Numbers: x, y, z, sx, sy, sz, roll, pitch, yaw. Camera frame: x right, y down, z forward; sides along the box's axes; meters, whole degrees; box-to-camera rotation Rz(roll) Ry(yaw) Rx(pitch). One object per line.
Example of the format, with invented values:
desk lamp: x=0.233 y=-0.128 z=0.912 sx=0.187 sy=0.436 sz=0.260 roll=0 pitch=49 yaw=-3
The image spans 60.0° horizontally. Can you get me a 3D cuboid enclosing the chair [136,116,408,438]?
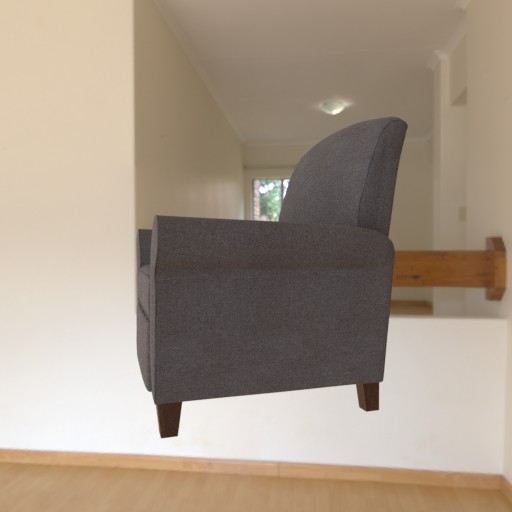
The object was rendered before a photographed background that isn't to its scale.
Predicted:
chair: x=0.000 y=0.000 z=1.760 sx=0.905 sy=1.061 sz=0.978 roll=0 pitch=1 yaw=-18
